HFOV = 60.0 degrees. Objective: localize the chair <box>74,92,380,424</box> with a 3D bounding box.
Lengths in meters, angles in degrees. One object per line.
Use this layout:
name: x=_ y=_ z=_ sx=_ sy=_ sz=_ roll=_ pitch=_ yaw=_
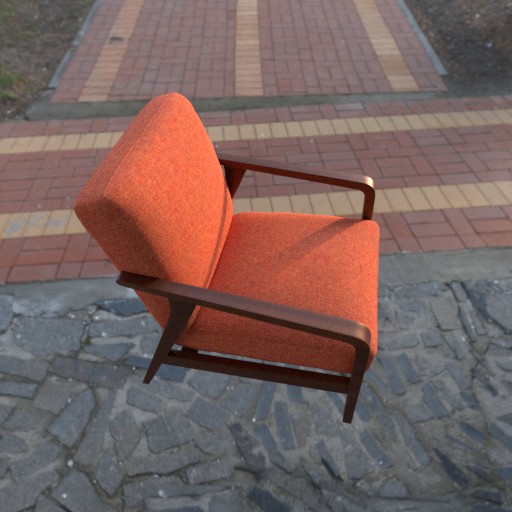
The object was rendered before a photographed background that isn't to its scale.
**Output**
chair: x=0.000 y=0.000 z=1.547 sx=0.860 sy=0.890 sz=0.719 roll=8 pitch=47 yaw=8
